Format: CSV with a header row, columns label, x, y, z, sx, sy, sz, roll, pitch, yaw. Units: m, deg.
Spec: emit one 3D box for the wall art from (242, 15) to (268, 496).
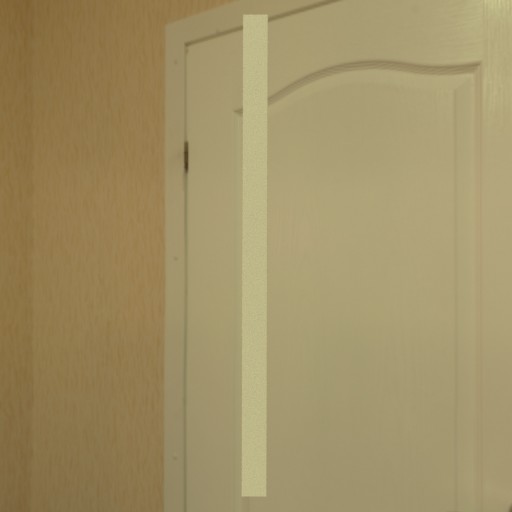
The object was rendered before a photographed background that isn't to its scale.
label,x,y,z,sx,sy,sz,roll,pitch,yaw
wall art,0.000,0.000,0.726,0.030,0.549,0.443,0,0,0
